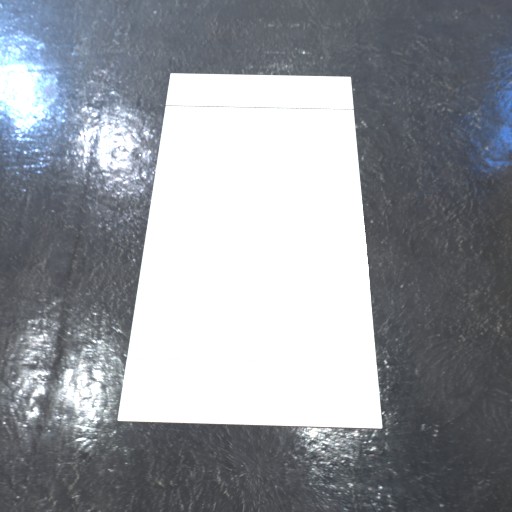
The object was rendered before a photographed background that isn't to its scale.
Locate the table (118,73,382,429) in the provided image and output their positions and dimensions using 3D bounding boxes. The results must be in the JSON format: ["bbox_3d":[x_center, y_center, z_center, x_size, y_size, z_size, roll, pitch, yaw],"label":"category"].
[{"bbox_3d":[0.000,0.000,1.429,0.600,0.495,1.062,1,64,1],"label":"table"}]
